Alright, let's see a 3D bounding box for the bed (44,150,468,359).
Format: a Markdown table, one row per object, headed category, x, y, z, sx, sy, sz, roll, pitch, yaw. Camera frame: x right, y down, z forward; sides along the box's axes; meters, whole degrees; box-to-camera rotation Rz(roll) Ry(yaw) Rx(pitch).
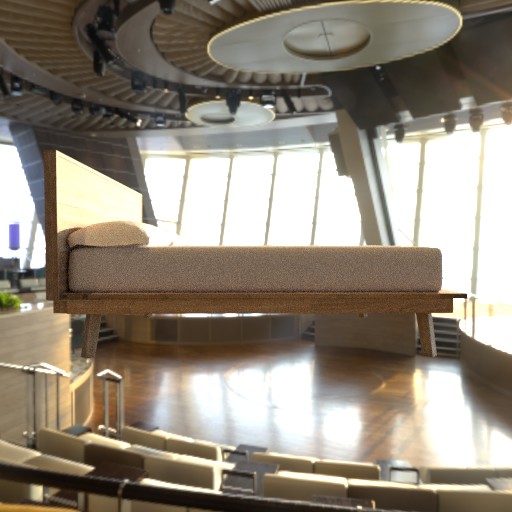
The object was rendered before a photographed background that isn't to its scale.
| category | x | y | z | sx | sy | sz | roll | pitch | yaw |
| --- | --- | --- | --- | --- | --- | --- | --- | --- | --- |
| bed | 0.000 | 0.000 | 3.095 | 2.145 | 1.071 | 1.759 | 0 | 1 | -1 |
